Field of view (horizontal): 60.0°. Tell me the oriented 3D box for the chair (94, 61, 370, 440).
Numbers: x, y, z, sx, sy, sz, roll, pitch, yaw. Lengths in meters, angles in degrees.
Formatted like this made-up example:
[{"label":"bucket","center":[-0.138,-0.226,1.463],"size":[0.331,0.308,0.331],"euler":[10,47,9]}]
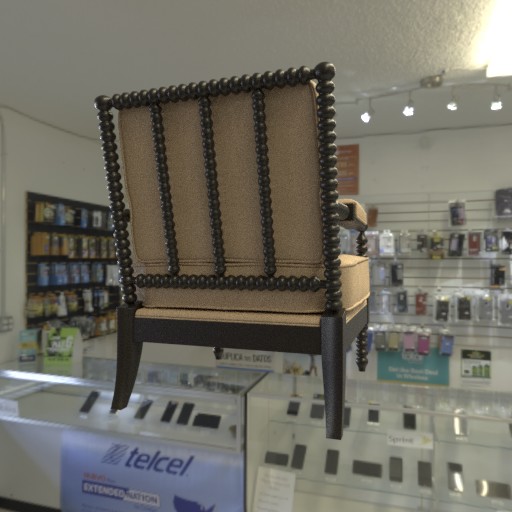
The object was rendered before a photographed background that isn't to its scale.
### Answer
[{"label":"chair","center":[0.000,0.000,1.172],"size":[0.555,0.703,0.657],"euler":[0,0,20]}]
